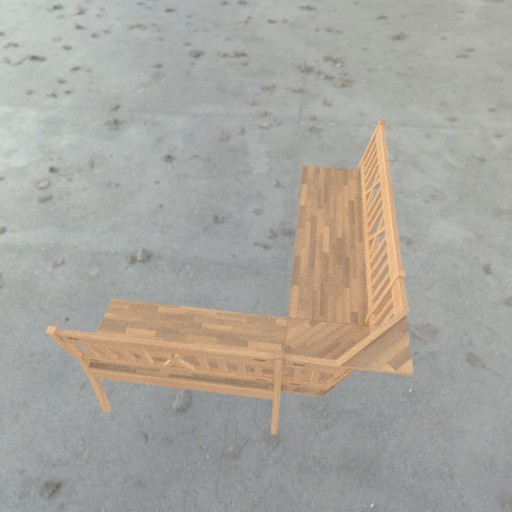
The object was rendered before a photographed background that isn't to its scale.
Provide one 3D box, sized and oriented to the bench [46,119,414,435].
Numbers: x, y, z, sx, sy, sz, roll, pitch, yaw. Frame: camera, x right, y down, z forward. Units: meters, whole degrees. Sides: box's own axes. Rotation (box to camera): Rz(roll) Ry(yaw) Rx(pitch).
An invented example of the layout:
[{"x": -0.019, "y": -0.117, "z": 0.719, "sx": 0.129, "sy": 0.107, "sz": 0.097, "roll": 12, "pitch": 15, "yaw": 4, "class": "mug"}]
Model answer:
[{"x": 0.000, "y": 0.000, "z": 2.782, "sx": 1.537, "sy": 0.902, "sz": 1.937, "roll": 5, "pitch": 47, "yaw": 5, "class": "bench"}]
